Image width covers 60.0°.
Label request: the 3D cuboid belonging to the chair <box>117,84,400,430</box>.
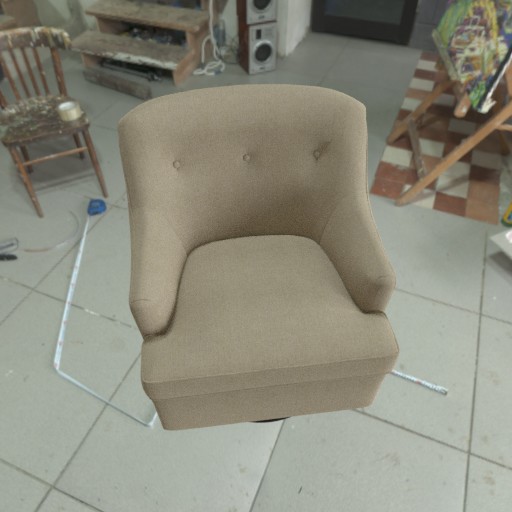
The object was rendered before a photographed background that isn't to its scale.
[{"bbox_3d":[0.000,0.000,1.579,0.864,0.856,0.923,-5,48,-5],"label":"chair"}]
